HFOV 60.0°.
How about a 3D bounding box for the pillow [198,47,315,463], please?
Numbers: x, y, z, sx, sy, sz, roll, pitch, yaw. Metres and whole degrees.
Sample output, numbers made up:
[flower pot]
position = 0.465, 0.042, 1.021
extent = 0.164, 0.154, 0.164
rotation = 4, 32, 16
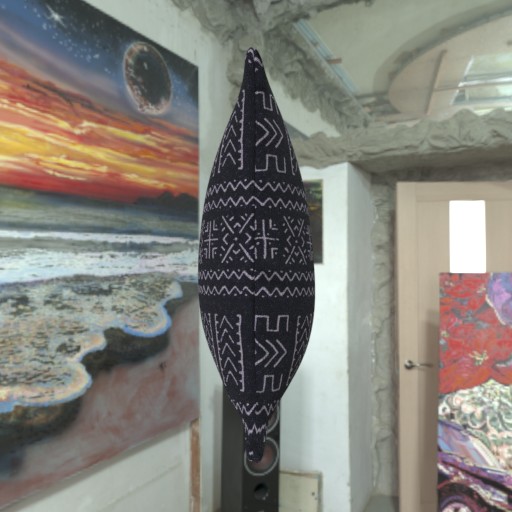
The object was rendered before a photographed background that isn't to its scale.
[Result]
[pillow]
position = 0.000, 0.000, 0.658
extent = 0.164, 0.430, 0.438
rotation = 0, -1, 1
